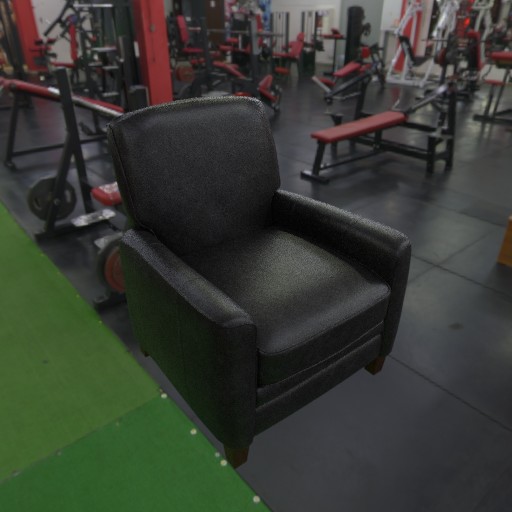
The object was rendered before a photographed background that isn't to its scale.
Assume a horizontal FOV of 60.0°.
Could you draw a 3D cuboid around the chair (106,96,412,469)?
[{"bbox_3d":[0.000,0.000,1.651,0.848,1.014,0.864,-21,35,-32],"label":"chair"}]
